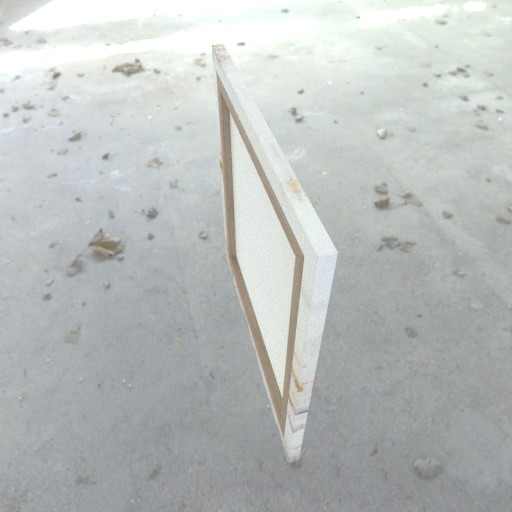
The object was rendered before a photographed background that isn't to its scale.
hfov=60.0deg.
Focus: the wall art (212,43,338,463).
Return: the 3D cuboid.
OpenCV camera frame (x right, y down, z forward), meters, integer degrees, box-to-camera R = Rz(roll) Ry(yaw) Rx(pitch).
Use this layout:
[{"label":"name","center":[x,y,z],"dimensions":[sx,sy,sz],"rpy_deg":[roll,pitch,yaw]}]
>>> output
[{"label":"wall art","center":[0.000,0.000,1.499],"dimensions":[0.040,1.018,1.015],"rpy_deg":[-11,47,-10]}]
